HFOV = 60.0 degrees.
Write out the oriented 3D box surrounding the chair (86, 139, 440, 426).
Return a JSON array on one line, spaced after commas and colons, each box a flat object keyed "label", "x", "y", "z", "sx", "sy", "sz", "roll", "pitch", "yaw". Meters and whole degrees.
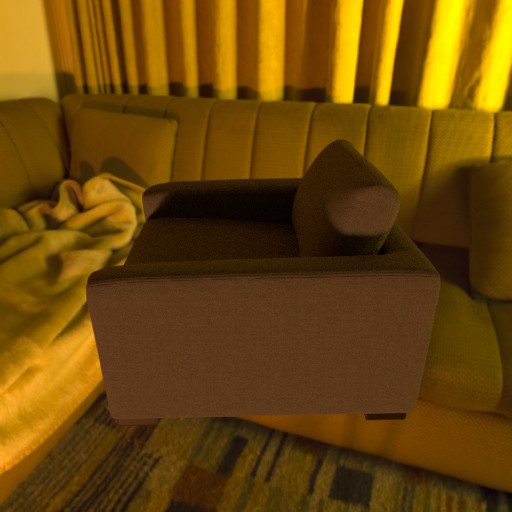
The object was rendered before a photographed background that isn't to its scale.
[{"label": "chair", "x": 0.000, "y": 0.000, "z": 1.869, "sx": 1.100, "sy": 0.847, "sz": 1.070, "roll": -1, "pitch": 25, "yaw": -2}]
